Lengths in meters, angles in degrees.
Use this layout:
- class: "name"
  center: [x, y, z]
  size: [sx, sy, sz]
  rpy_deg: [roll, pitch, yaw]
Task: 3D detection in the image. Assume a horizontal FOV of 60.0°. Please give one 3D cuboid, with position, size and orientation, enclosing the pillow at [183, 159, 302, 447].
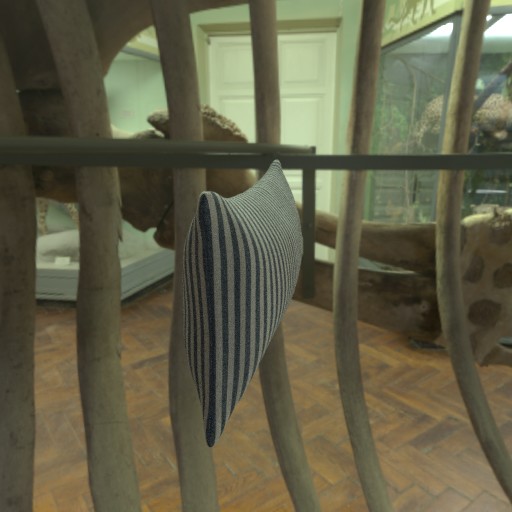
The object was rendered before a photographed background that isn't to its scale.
- class: "pillow"
  center: [0.000, 0.000, 0.761]
  size: [0.151, 0.295, 0.617]
  rpy_deg: [2, 15, 9]
